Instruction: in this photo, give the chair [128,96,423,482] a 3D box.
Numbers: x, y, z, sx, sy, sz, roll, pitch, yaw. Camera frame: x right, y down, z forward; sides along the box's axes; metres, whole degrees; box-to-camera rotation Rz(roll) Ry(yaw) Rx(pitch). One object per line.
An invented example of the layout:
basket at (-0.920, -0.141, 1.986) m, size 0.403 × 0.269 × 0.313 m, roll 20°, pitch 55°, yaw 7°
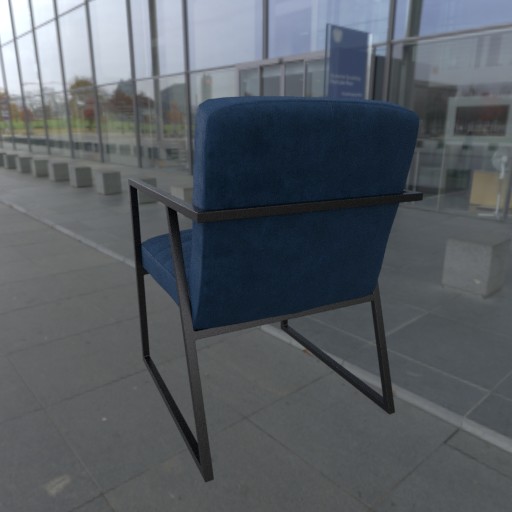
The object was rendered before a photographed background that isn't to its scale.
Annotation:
chair at (0.000, 0.000, 1.274) m, size 0.571 × 0.833 × 0.677 m, roll -8°, pitch 18°, yaw -25°
